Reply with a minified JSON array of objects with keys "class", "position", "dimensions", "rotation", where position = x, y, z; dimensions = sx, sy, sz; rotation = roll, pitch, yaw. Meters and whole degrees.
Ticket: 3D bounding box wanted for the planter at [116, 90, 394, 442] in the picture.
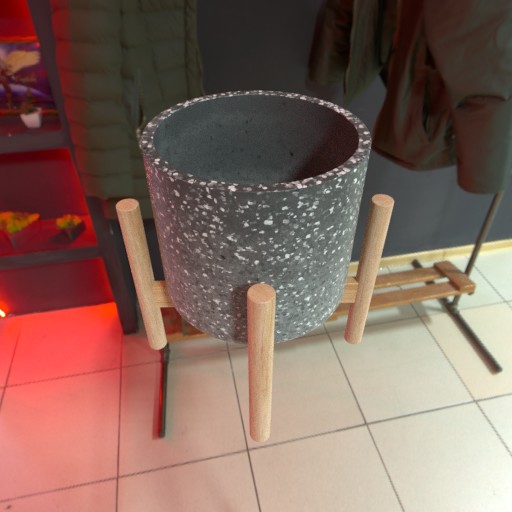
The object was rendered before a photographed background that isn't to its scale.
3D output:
[{"class":"planter","position":[0.000,0.000,0.538],"dimensions":[0.284,0.320,0.284],"rotation":[14,42,16]}]
